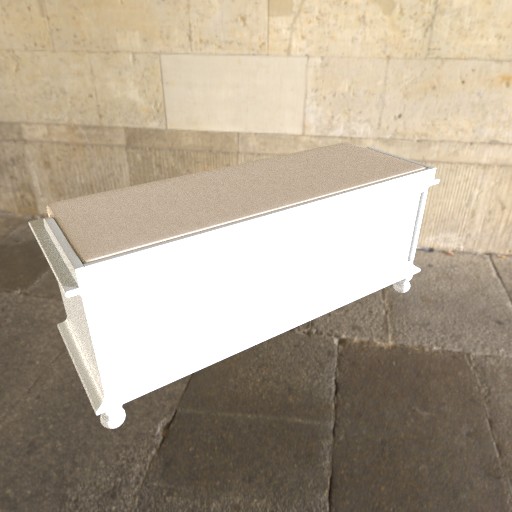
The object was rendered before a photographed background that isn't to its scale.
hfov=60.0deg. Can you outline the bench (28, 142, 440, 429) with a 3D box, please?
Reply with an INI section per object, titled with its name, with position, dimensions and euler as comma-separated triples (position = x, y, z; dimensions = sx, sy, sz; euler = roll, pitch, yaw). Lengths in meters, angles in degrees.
[bench]
position = 0.000, 0.000, 1.412
dimensions = 1.185, 0.486, 0.402
euler = -18, 34, -29
